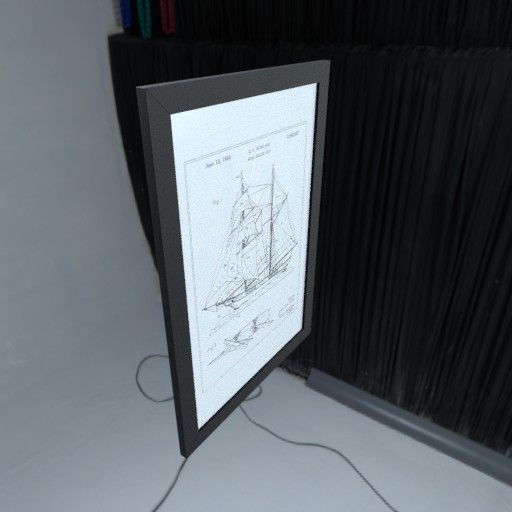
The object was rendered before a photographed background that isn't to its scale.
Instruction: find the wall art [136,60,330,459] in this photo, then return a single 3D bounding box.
[{"bbox_3d":[0.000,0.000,0.591,0.011,0.459,0.326,19,34,31],"label":"wall art"}]
